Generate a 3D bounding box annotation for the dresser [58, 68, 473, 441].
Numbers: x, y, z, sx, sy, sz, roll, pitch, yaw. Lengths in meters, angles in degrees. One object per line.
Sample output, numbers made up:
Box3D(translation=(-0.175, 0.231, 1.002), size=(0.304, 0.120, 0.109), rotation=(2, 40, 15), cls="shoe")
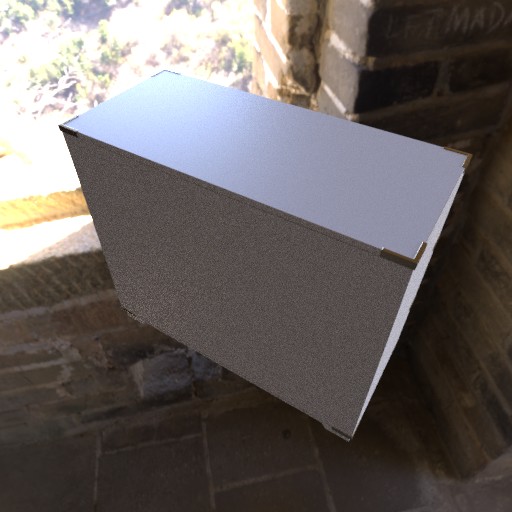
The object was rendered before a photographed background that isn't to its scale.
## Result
Box3D(translation=(0.000, 0.000, 1.504), size=(1.022, 0.891, 0.460), rotation=(24, 50, 22), cls="dresser")
